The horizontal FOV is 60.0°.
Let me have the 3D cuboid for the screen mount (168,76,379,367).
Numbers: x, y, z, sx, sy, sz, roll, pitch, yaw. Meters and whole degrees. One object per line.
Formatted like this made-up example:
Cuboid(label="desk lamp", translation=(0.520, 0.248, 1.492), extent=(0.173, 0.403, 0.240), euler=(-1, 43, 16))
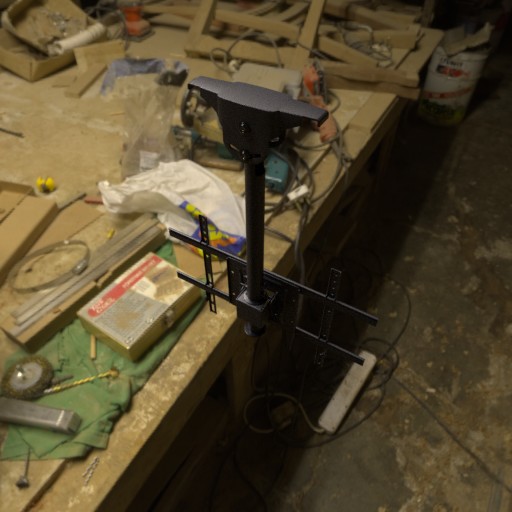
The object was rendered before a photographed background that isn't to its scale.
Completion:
Cuboid(label="screen mount", translation=(0.000, 0.000, 1.022), extent=(0.595, 0.775, 0.090), euler=(23, 50, 21))
